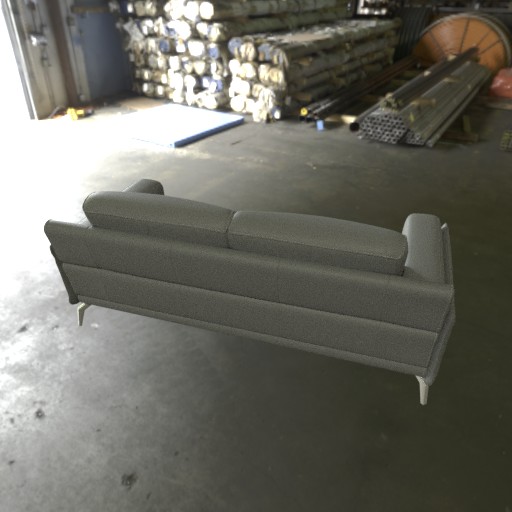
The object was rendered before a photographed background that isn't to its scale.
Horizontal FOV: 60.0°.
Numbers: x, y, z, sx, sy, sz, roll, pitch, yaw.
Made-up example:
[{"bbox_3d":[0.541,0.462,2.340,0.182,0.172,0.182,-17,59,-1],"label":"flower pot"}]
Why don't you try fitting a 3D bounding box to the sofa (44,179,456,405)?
[{"bbox_3d":[0.000,0.000,2.557,2.100,0.900,0.969,9,33,15],"label":"sofa"}]
